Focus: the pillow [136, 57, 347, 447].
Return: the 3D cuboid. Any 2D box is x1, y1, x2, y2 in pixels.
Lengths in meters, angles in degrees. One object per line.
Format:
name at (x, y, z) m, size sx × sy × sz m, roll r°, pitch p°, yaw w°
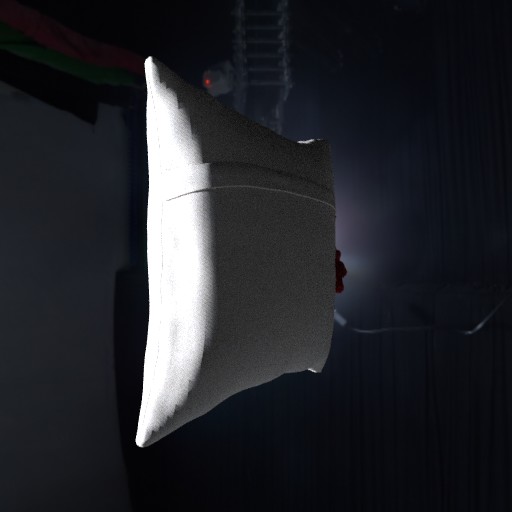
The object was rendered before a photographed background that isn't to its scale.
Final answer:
pillow at (0.000, 0.000, 0.664) m, size 0.173 × 0.436 × 0.433 m, roll 0°, pitch 0°, yaw 36°
